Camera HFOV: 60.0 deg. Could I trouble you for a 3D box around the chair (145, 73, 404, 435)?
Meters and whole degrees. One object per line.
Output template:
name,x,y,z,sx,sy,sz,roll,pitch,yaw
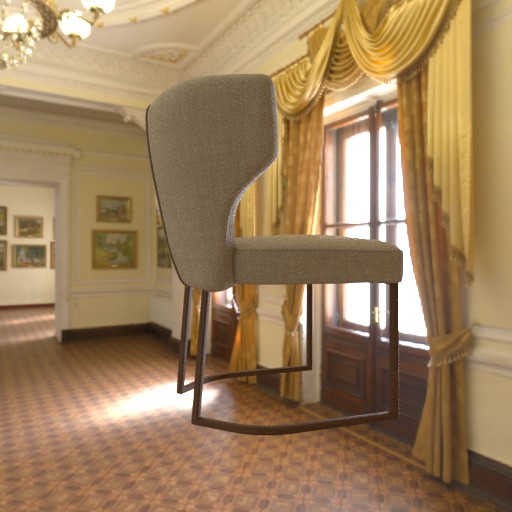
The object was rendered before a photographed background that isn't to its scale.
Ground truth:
chair,0.000,0.000,1.268,0.617,0.824,0.611,0,0,-18
